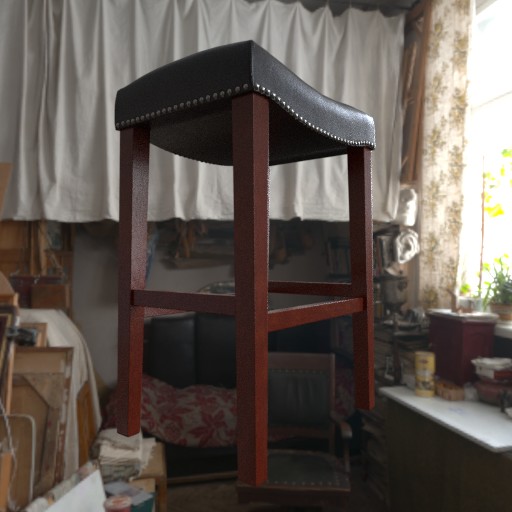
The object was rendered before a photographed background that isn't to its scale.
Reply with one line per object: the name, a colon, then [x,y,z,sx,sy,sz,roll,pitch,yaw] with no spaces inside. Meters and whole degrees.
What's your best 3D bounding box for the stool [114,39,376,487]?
stool: [0.000,0.000,1.004,0.372,0.742,0.504,0,0,37]
